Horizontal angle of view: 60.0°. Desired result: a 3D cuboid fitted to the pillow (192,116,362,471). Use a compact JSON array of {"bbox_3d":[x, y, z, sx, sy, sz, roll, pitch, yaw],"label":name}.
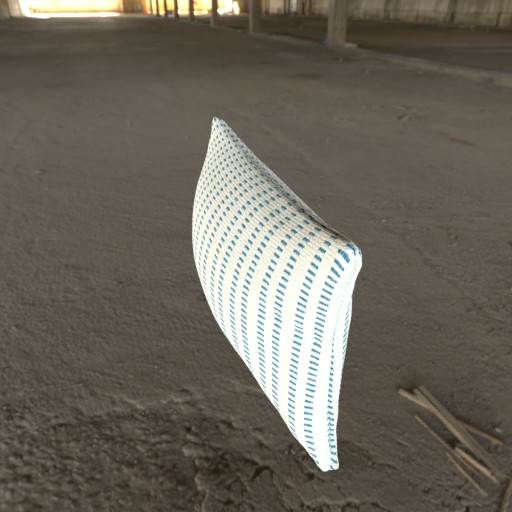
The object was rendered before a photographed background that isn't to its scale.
[{"bbox_3d":[0.000,0.000,0.786,0.210,0.353,0.640,-9,31,-15],"label":"pillow"}]
